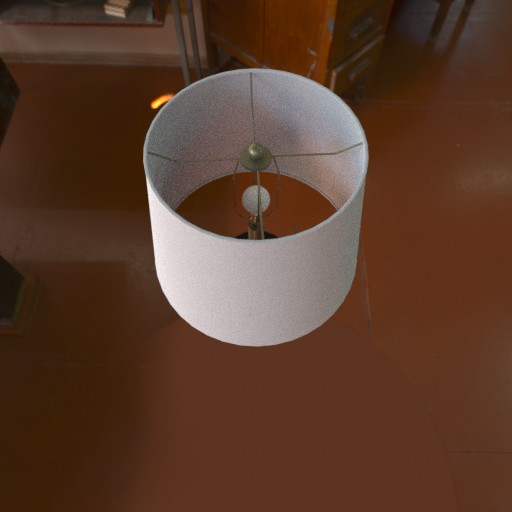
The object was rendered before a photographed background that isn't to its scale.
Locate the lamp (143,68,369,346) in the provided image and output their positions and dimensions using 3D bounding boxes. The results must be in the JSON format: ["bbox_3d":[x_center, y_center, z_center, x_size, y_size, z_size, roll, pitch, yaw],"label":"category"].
[{"bbox_3d":[0.000,0.000,0.548,0.239,0.399,0.239,0,62,0],"label":"lamp"}]
